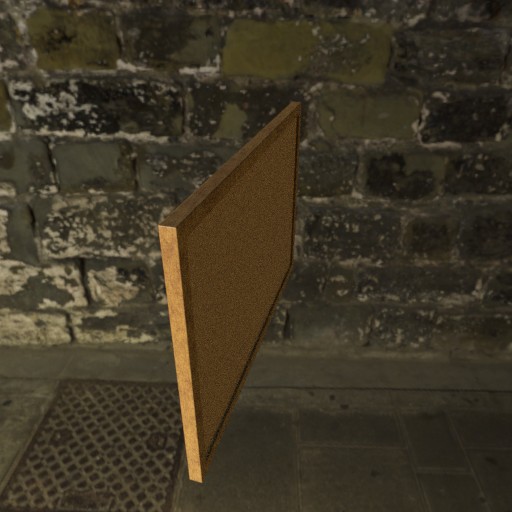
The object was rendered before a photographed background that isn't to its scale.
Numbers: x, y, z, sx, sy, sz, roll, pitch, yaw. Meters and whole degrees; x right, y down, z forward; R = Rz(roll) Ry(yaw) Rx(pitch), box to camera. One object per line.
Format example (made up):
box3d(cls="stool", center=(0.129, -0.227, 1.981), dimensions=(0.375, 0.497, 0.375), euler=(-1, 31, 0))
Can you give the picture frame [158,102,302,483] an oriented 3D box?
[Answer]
box3d(cls="picture frame", center=(0.000, 0.000, 1.191), dimensions=(0.029, 0.621, 0.922), euler=(9, 32, 14))
